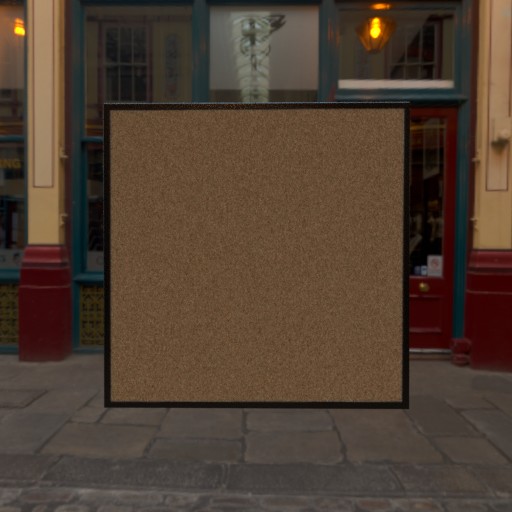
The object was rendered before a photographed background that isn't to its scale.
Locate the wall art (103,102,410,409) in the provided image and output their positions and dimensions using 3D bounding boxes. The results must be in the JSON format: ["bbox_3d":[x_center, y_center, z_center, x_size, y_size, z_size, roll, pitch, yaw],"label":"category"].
[{"bbox_3d":[0.000,0.000,0.513,0.349,0.349,0.014,0,1,1],"label":"wall art"}]
